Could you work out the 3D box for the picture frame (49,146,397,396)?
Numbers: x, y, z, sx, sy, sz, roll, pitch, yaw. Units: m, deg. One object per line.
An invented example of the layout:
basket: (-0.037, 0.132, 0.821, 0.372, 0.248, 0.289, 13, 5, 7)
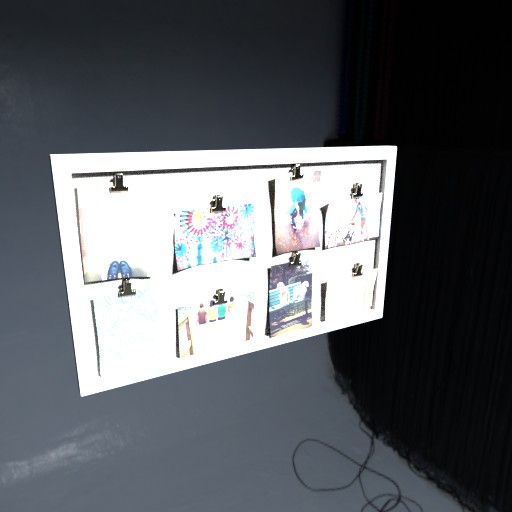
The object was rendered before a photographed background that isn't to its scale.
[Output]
picture frame: (0.000, 0.000, 0.812, 0.647, 0.379, 0.044, -9, 18, -27)
